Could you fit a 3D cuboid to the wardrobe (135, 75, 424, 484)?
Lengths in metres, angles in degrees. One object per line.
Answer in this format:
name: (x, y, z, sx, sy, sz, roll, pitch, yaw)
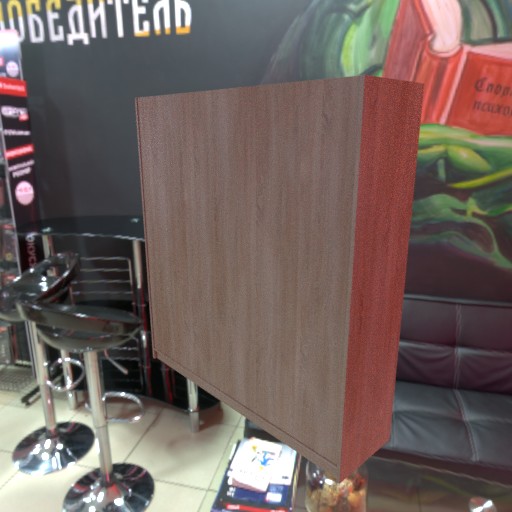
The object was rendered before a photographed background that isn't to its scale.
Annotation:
wardrobe: (0.000, 0.000, 3.106, 0.598, 2.159, 1.998, -15, 21, -42)
